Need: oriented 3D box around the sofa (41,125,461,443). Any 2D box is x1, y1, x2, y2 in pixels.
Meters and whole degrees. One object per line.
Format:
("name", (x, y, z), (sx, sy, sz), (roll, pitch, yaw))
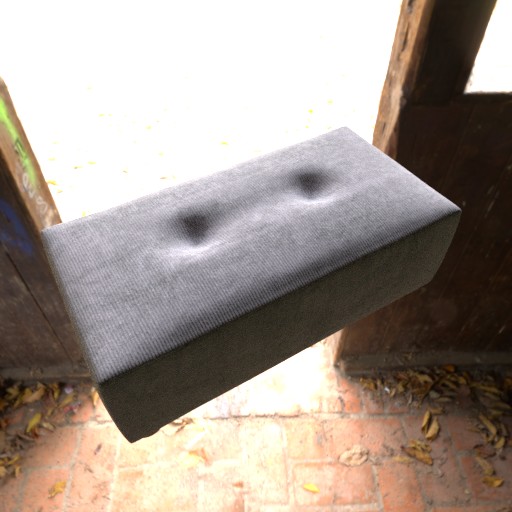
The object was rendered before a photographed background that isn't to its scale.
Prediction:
("sofa", (0.000, 0.000, 1.151), (0.930, 0.330, 0.480), (-24, 51, -20))
